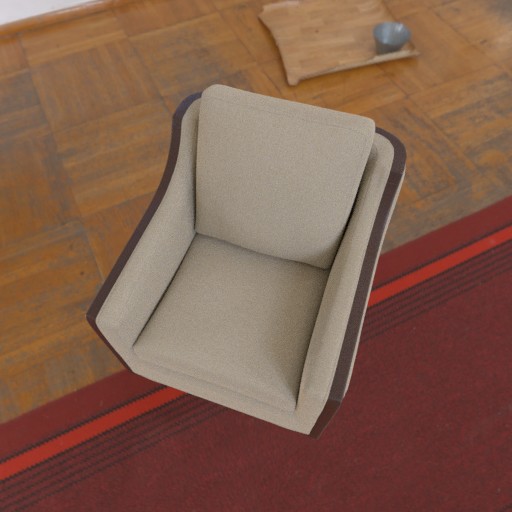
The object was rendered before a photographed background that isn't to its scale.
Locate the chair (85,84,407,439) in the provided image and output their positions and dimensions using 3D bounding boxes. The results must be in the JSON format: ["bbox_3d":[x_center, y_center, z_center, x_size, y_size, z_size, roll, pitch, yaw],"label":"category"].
[{"bbox_3d":[0.000,0.000,1.664,0.870,0.930,0.950,16,60,10],"label":"chair"}]
